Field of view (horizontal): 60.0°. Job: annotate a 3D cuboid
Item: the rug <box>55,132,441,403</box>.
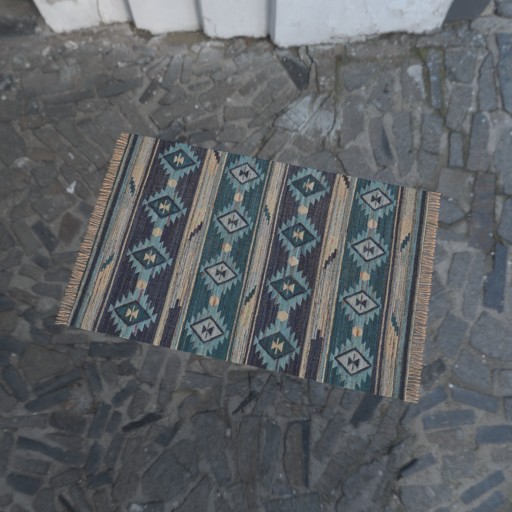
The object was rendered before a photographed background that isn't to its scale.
[{"bbox_3d":[0.000,0.000,2.447,1.936,0.028,1.181,12,74,3],"label":"rug"}]
